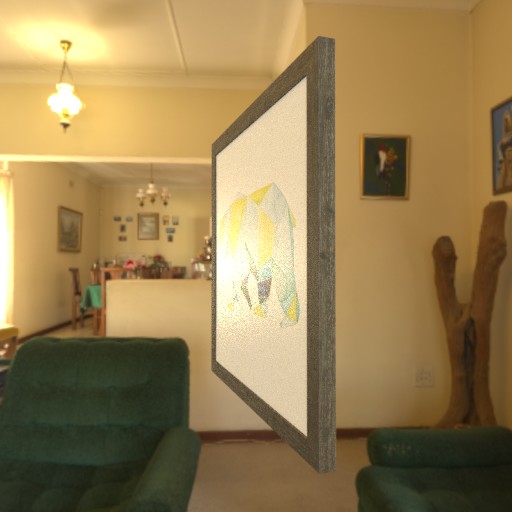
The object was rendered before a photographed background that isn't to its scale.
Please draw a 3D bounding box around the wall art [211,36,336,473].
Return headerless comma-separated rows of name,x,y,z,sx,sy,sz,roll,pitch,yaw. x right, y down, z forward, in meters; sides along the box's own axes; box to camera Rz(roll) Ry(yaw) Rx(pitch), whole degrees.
wall art,0.000,0.000,0.686,0.027,0.459,0.462,0,-1,-20
